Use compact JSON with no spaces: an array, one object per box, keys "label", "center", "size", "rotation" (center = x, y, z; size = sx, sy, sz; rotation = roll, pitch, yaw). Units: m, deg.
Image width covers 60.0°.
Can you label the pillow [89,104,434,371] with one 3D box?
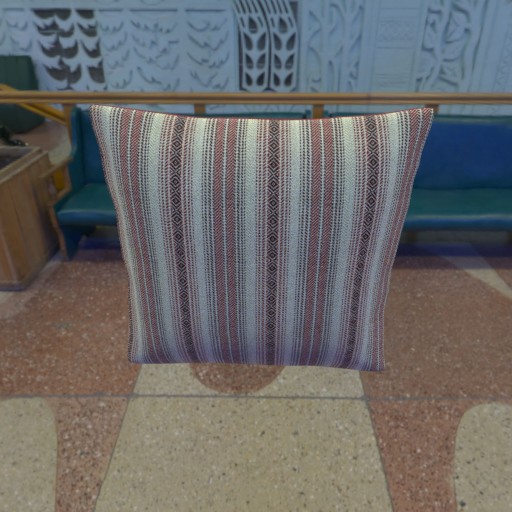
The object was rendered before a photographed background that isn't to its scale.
[{"label":"pillow","center":[0.000,0.000,0.765],"size":[0.513,0.497,0.166],"rotation":[1,29,2]}]
